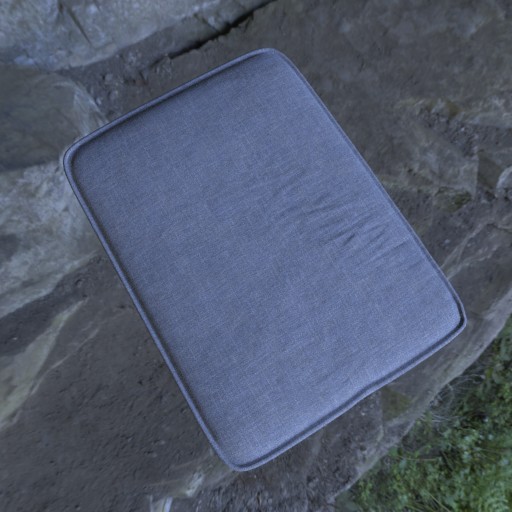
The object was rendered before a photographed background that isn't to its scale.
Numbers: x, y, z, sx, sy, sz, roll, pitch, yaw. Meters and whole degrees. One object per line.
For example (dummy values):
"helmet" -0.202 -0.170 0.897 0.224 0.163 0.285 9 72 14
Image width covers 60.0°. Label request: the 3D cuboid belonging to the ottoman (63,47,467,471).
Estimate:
"ottoman" 0.000 0.000 1.074 0.559 0.457 0.762 -30 78 -7
